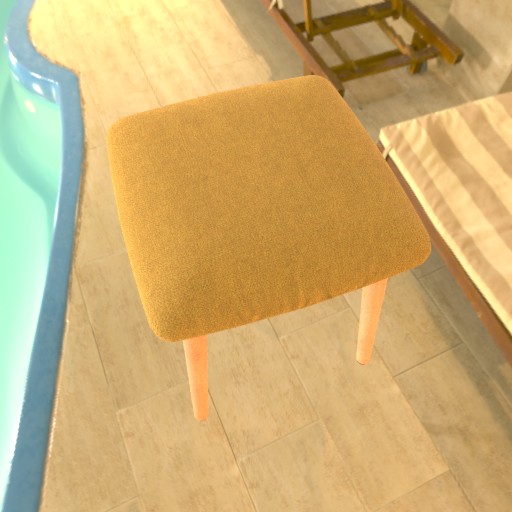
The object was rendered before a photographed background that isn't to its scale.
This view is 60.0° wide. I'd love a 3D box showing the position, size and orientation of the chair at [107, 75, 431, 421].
[{"bbox_3d":[0.000,0.000,0.718,0.350,0.440,0.350,-16,61,-9],"label":"chair"}]
